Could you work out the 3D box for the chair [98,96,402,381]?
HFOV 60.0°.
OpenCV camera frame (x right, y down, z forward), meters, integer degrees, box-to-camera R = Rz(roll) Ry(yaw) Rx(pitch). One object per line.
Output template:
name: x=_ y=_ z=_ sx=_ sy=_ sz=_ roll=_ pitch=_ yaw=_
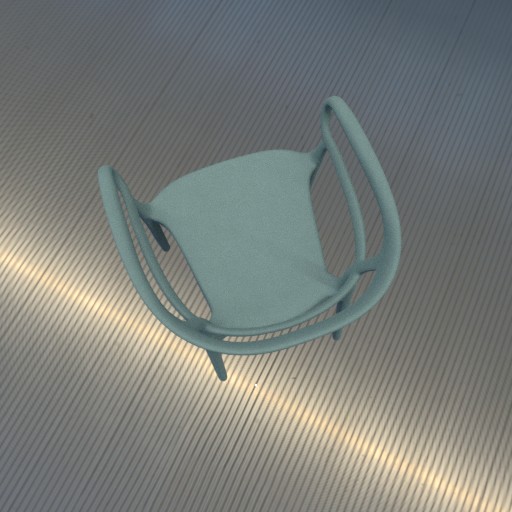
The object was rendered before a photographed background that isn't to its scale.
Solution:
chair: x=0.000 y=0.000 z=1.128 sx=0.559 sy=0.761 sz=0.527 roll=-18 pitch=75 yaw=-5
